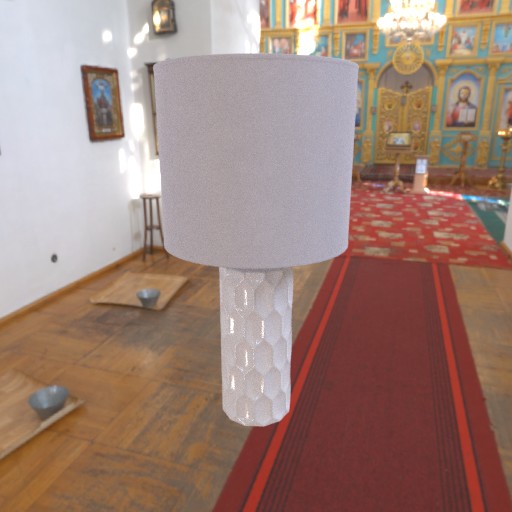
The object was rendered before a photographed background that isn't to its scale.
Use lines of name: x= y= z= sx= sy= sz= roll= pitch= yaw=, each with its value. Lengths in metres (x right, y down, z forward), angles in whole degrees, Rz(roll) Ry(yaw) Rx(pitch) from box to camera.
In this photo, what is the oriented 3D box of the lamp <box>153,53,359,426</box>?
lamp: x=0.000 y=0.000 z=0.685 sx=0.277 sy=0.537 sz=0.277 roll=-8 pitch=18 yaw=-26
